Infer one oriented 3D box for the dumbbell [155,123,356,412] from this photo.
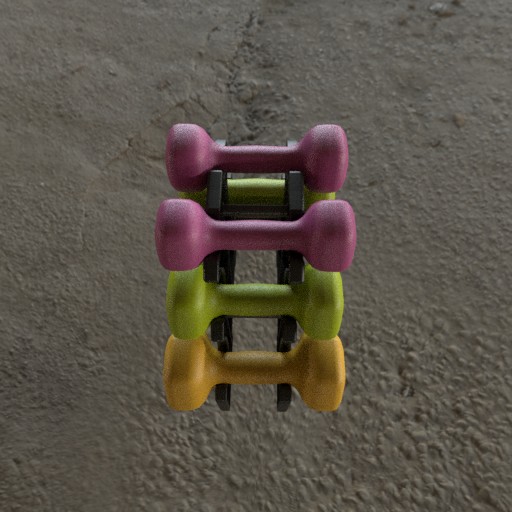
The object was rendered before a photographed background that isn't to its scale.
[{"bbox_3d":[0.000,0.000,0.472,0.190,0.271,0.300,1,63,0],"label":"dumbbell"}]
